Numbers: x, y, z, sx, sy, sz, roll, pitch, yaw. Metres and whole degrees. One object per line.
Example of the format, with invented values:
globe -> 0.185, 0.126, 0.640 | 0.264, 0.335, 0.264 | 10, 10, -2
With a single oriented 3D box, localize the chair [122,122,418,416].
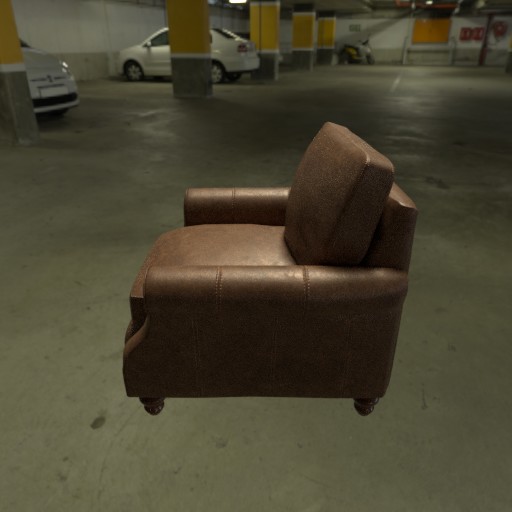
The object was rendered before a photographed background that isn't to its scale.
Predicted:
chair -> 0.000, 0.000, 1.806 | 1.002, 0.976, 0.996 | 0, 26, 1
